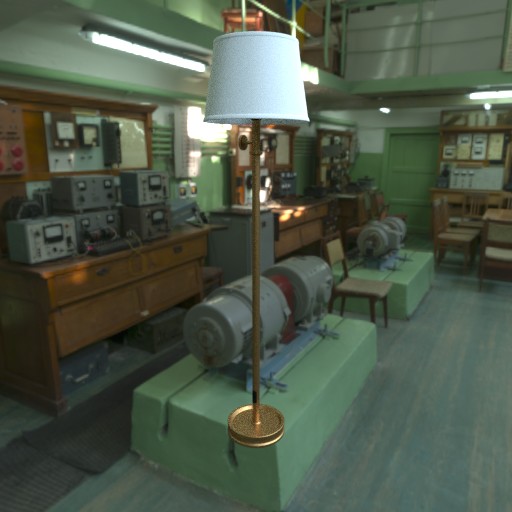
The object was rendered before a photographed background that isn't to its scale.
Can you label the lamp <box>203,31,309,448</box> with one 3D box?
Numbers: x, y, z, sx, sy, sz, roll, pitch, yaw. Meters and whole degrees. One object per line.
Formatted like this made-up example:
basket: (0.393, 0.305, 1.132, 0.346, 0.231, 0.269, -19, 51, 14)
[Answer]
lamp: (0.000, 0.000, 0.799, 0.178, 0.710, 0.178, 0, 13, 0)
